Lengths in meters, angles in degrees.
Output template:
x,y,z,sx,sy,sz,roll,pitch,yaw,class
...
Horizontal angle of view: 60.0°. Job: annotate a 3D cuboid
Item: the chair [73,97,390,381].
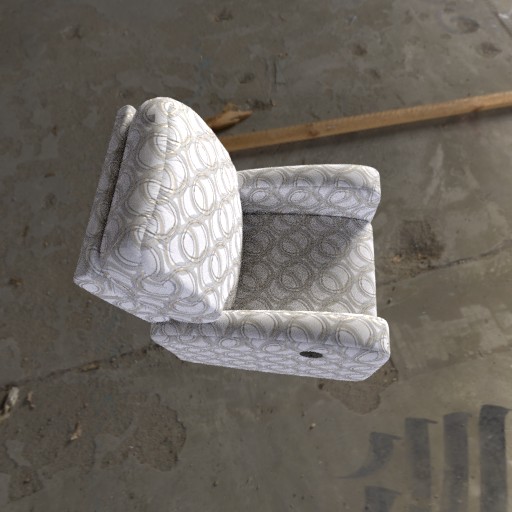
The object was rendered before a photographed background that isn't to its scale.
x,y,z,sx,sy,sz,roll,pitch,yaw,class
0.000,0.000,1.750,0.995,1.065,0.796,4,65,2,chair
